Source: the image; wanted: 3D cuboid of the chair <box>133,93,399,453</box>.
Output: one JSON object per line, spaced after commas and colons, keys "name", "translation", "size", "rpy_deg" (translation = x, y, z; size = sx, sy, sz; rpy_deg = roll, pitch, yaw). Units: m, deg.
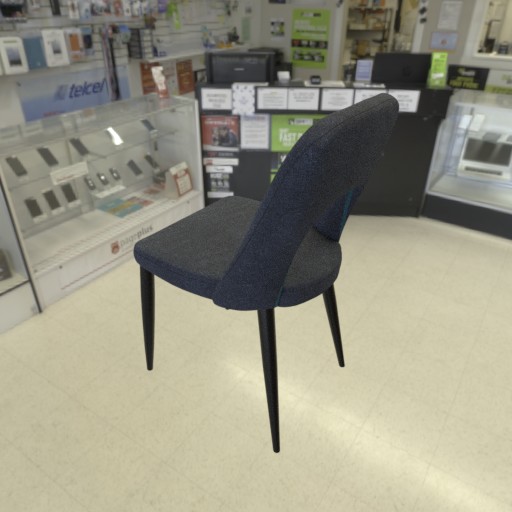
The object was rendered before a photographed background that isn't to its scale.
{"name": "chair", "translation": [0.000, 0.000, 1.271], "size": [0.612, 0.931, 0.470], "rpy_deg": [21, 37, 31]}
